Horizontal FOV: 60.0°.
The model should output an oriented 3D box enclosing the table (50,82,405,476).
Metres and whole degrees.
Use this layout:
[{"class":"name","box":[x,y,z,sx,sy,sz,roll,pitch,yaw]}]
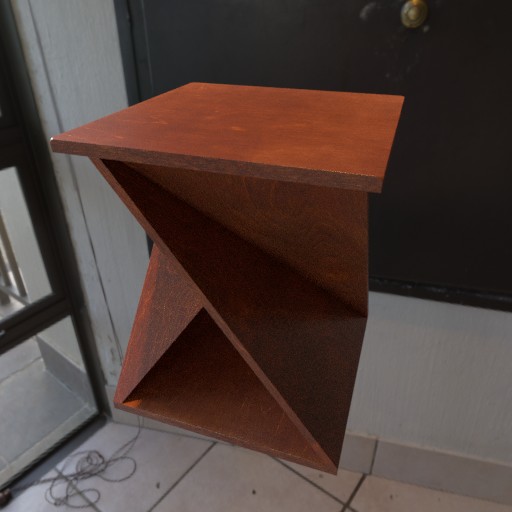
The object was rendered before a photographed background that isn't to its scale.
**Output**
[{"class":"table","box":[0.000,0.000,0.828,0.427,0.520,0.427,10,33,16]}]
